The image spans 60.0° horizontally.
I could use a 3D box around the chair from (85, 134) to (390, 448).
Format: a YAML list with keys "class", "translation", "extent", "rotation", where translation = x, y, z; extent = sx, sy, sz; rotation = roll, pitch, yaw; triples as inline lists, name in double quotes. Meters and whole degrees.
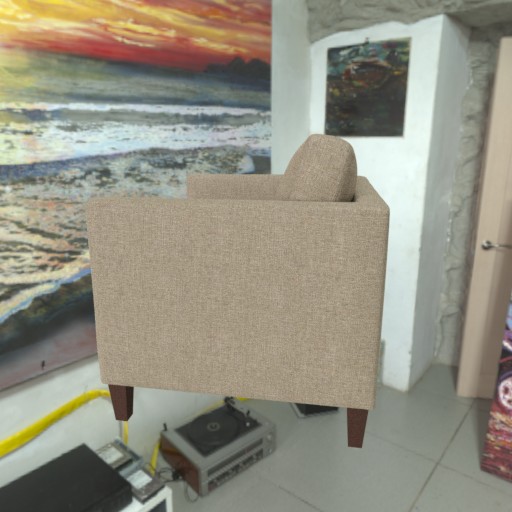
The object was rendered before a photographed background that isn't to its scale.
- class: "chair"
  translation: [0.000, 0.000, 1.867]
  extent: [0.959, 0.987, 1.107]
  rotation: [3, 15, 9]
